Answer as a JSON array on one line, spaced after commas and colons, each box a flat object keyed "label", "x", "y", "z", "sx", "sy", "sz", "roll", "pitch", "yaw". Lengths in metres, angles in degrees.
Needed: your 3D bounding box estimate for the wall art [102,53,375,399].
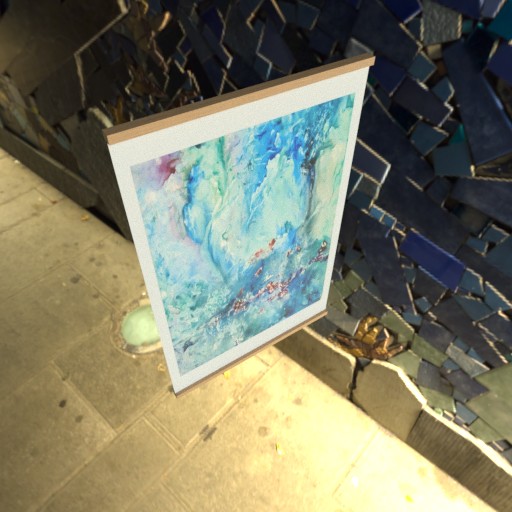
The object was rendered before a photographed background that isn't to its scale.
[{"label": "wall art", "x": 0.000, "y": 0.000, "z": 1.310, "sx": 0.669, "sy": 1.020, "sz": 0.027, "roll": -25, "pitch": 50, "yaw": -23}]
